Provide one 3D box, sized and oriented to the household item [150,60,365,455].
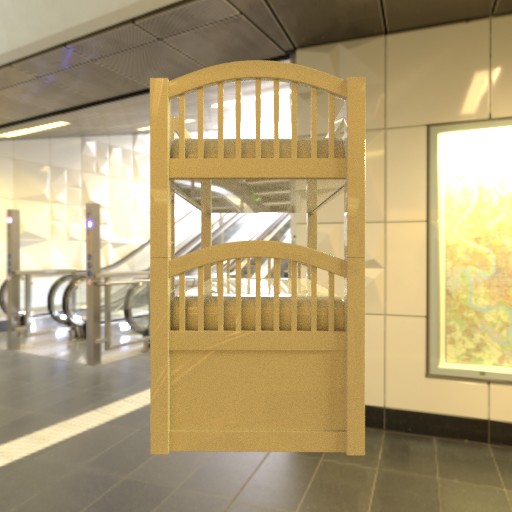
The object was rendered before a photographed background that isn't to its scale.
[{"bbox_3d":[0.000,0.000,3.286,1.143,2.032,2.032,0,0,1],"label":"household item"}]
